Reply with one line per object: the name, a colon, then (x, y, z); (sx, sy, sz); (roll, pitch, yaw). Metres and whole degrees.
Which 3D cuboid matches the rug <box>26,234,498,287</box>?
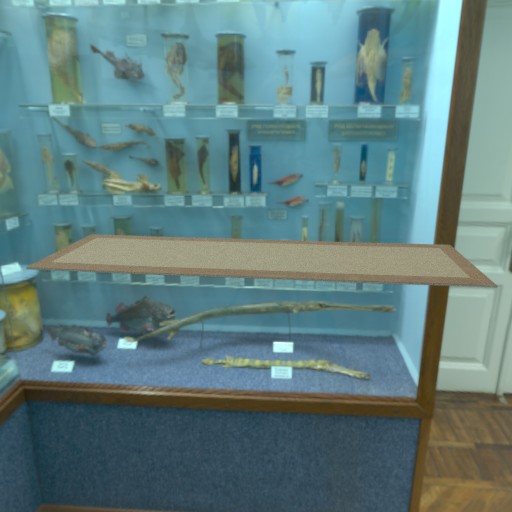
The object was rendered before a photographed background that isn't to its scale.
rug: (0.000, 0.000, 2.619); (2.430, 0.012, 0.767); (2, 17, 6)
